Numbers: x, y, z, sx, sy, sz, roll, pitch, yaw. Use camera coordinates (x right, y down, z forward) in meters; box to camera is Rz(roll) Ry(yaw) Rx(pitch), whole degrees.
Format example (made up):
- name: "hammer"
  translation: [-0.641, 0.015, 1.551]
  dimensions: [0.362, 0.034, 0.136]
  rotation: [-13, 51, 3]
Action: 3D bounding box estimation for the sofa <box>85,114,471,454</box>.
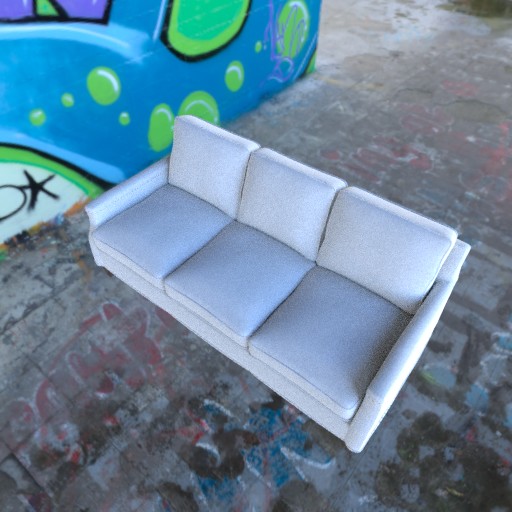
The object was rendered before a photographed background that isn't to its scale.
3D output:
- name: "sofa"
  translation: [0.000, 0.000, 2.847]
  dimensions: [2.246, 1.003, 1.084]
  rotation: [30, 53, 26]
